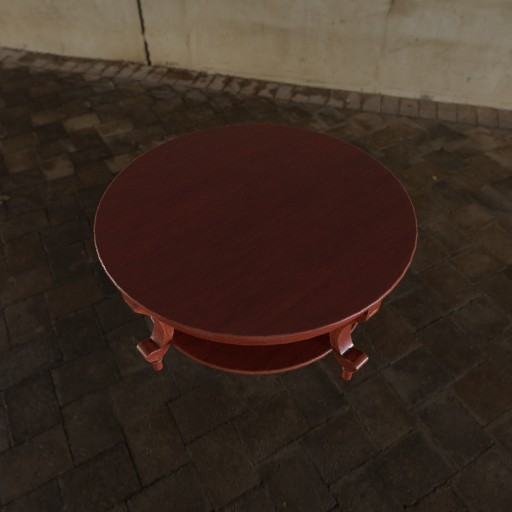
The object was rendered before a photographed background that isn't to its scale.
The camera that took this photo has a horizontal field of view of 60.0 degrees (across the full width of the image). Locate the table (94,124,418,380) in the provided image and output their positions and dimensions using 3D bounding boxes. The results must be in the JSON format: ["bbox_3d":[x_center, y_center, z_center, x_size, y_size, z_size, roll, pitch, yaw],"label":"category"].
[{"bbox_3d":[0.000,0.000,1.618,1.029,0.486,1.029,0,46,0],"label":"table"}]
